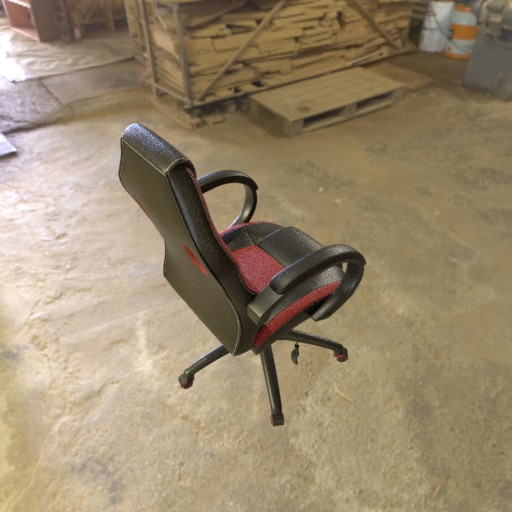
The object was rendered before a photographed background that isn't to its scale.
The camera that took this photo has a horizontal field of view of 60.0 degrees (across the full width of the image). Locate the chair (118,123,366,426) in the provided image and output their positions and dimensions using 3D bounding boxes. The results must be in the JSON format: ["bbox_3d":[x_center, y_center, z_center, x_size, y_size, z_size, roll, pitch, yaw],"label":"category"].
[{"bbox_3d":[0.000,0.000,1.711,0.783,1.189,0.750,-27,47,-27],"label":"chair"}]
